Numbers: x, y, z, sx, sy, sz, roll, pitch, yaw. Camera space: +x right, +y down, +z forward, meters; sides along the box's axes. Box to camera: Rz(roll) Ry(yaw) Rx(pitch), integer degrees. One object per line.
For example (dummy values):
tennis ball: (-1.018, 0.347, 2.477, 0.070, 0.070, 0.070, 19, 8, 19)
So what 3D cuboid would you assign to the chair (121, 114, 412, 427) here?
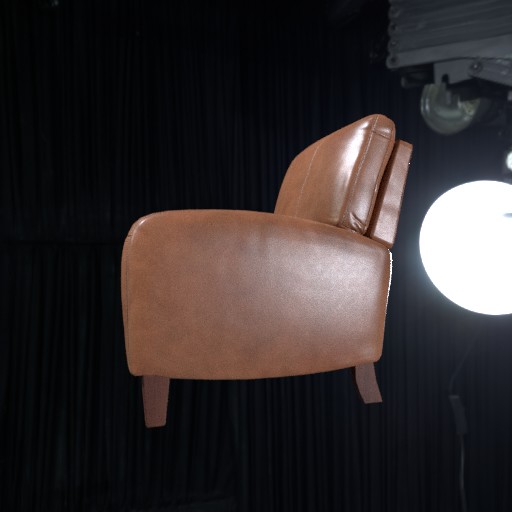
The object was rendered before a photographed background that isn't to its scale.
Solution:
chair: (0.000, 0.000, 1.711, 0.990, 0.990, 0.762, 0, 0, -17)
